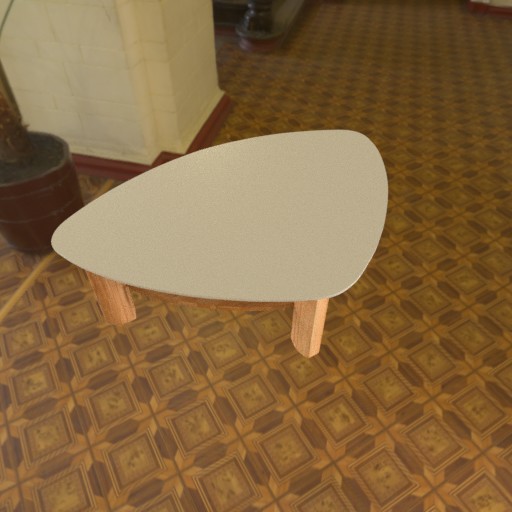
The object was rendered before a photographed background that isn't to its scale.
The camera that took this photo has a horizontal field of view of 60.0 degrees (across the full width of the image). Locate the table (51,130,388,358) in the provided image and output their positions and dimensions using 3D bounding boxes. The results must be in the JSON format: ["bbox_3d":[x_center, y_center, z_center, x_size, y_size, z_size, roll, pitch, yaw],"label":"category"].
[{"bbox_3d":[0.000,0.000,1.637,1.250,0.440,0.850,-23,50,-21],"label":"table"}]
